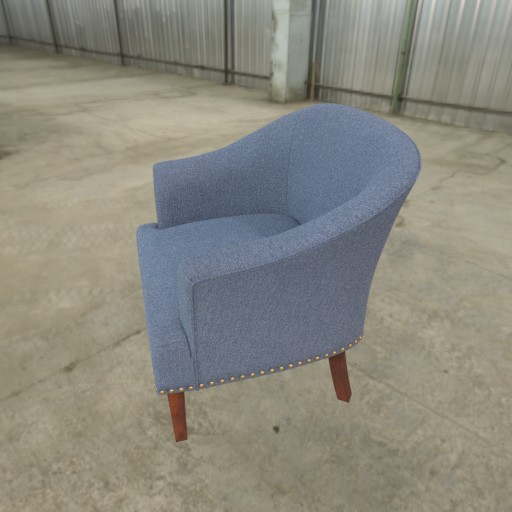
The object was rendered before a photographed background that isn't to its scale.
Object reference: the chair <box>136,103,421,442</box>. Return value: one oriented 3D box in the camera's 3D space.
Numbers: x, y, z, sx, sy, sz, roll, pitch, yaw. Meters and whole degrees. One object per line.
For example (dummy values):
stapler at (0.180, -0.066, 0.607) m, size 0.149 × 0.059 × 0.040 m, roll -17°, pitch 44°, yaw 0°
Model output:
chair at (0.000, 0.000, 1.370) m, size 0.704 × 0.815 × 0.772 m, roll -8°, pitch 31°, yaw -14°
